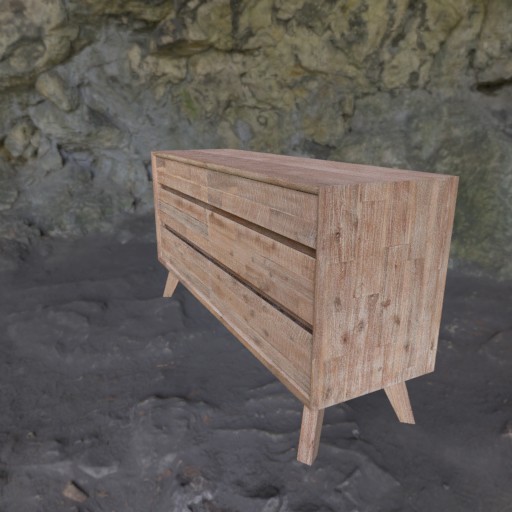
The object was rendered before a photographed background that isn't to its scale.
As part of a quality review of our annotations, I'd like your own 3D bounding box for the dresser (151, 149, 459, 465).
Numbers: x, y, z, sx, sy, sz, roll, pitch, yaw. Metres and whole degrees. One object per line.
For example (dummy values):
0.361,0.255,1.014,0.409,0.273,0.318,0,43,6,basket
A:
0.000,0.000,1.888,0.455,0.805,1.554,-8,18,-26,dresser
